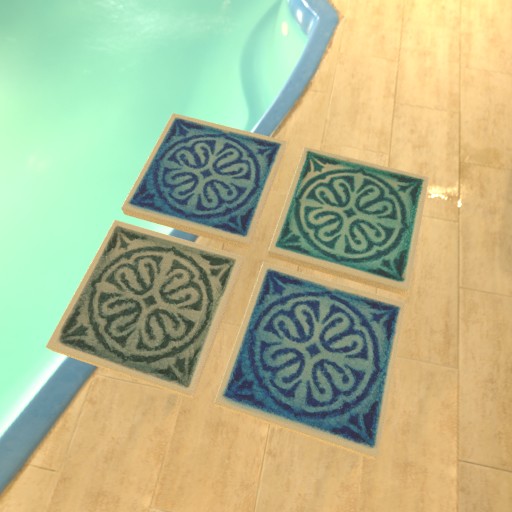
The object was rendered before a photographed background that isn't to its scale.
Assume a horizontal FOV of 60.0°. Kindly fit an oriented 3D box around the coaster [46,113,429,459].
[{"bbox_3d":[0.000,0.000,0.323,0.219,0.010,0.214,16,64,8],"label":"coaster"}]
